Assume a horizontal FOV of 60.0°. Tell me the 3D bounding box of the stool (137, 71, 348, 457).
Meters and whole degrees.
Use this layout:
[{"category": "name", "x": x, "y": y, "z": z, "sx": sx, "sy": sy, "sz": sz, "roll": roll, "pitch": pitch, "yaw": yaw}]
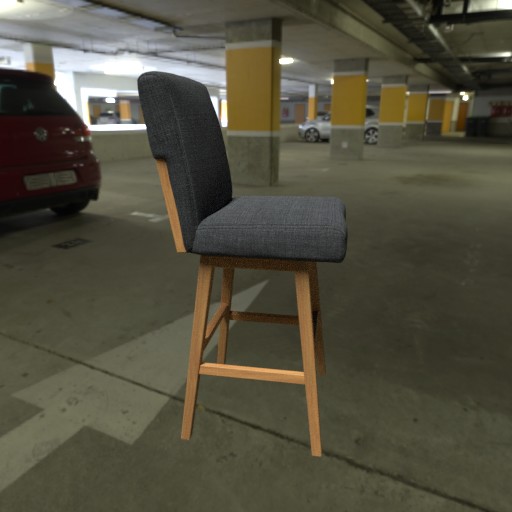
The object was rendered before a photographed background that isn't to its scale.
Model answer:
[{"category": "stool", "x": 0.000, "y": 0.000, "z": 1.454, "sx": 0.570, "sy": 1.112, "sz": 0.483, "roll": 3, "pitch": 18, "yaw": 10}]
